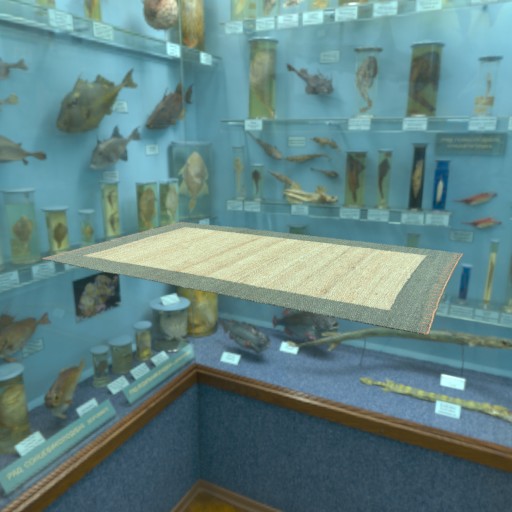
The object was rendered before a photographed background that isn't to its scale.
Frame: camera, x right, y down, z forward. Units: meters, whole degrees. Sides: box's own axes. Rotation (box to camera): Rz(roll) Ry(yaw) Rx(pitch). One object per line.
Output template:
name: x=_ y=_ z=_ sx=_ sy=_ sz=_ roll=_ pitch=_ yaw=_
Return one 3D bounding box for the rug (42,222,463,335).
rug: x=0.000 y=0.000 z=2.996 sx=2.435 sy=0.006 sz=1.521 roll=8 pitch=17 yaw=28
